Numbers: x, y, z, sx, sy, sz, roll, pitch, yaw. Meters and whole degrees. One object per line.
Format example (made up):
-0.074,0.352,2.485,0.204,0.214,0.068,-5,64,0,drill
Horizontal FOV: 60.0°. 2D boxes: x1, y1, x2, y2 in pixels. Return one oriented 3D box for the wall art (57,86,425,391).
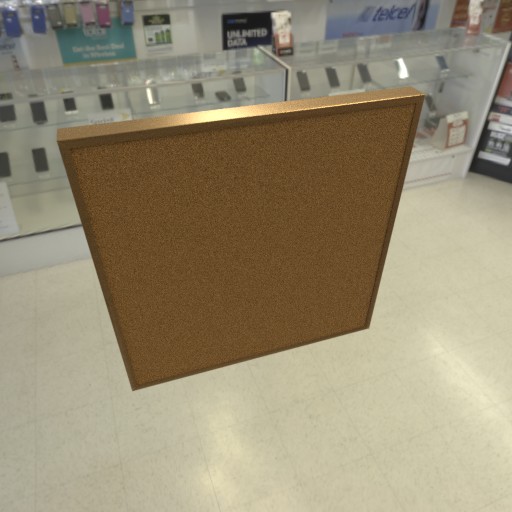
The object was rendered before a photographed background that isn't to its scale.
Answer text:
0.000,0.000,0.754,0.505,0.505,0.037,-12,41,-14,wall art
